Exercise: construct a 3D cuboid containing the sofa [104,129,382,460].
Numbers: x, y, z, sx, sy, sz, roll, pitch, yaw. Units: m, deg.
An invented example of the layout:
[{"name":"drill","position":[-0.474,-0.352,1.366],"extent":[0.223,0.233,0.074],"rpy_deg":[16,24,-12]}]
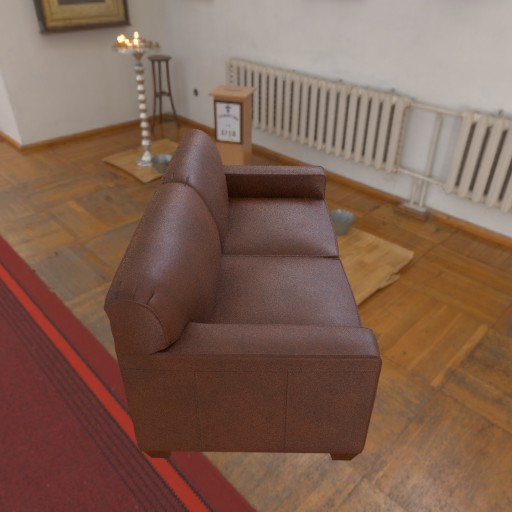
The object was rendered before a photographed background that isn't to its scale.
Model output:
[{"name":"sofa","position":[0.000,0.000,2.419],"extent":[1.000,0.966,1.856],"rpy_deg":[0,33,1]}]
